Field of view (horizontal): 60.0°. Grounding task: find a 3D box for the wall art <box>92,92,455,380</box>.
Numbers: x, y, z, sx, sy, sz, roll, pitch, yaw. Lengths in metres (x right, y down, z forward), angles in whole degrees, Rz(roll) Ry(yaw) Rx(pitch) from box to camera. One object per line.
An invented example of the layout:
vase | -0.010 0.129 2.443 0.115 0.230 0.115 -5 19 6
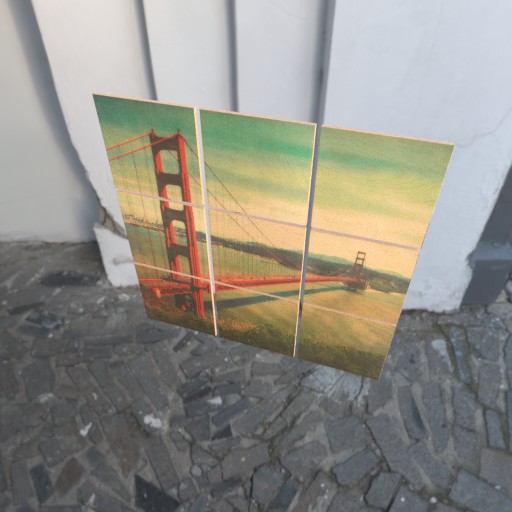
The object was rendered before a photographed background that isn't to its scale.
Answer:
wall art | 0.000 0.000 1.830 1.217 1.207 0.016 12 43 14
